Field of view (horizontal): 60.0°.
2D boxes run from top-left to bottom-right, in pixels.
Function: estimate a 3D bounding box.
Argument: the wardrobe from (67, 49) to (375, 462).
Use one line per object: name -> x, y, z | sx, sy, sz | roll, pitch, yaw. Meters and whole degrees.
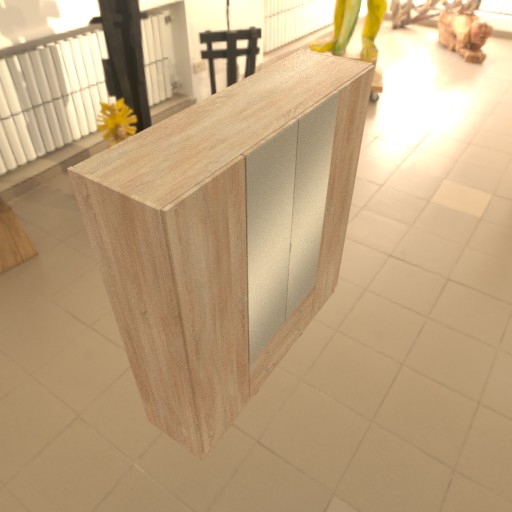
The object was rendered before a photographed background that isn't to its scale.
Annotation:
wardrobe -> 0.000, 0.000, 3.110 | 0.598, 2.159, 1.998 | 25, 47, 25
